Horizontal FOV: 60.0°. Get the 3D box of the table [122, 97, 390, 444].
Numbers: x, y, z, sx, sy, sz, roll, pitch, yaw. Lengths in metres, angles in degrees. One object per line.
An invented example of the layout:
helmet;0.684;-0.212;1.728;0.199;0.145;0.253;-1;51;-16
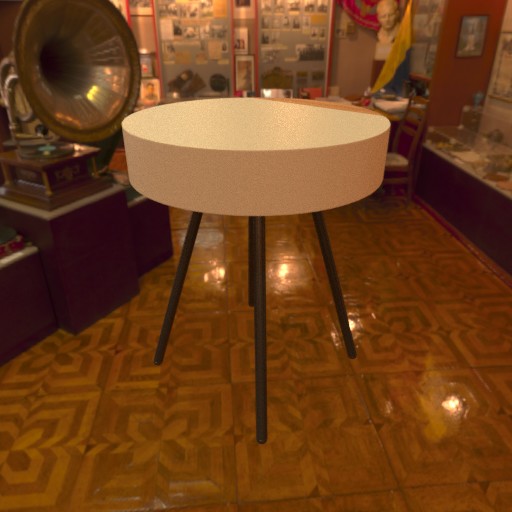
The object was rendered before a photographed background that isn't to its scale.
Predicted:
table;0.000;0.000;0.862;0.450;0.525;0.450;0;28;0
